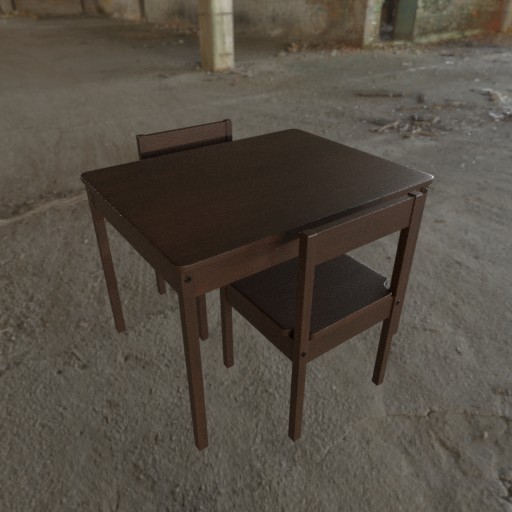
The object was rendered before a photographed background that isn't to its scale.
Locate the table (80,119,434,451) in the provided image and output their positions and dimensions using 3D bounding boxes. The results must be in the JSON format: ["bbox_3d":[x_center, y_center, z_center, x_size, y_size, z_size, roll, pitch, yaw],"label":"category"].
[{"bbox_3d":[0.000,0.000,1.117,0.650,0.503,0.672,-21,37,-30],"label":"table"}]
